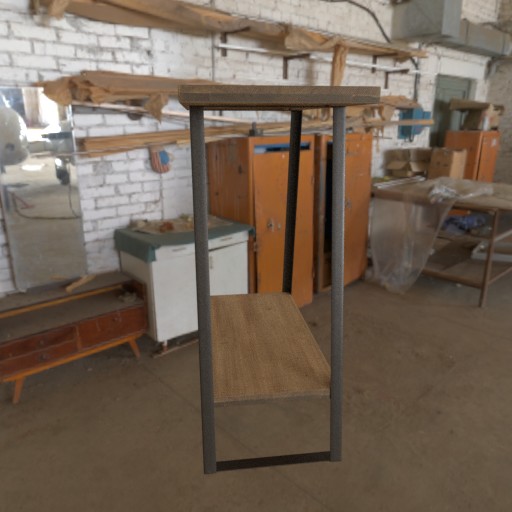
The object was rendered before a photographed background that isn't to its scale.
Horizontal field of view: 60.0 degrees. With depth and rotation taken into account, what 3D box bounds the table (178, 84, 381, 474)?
[{"bbox_3d":[0.000,0.000,1.029,0.300,0.701,0.599,-2,17,-7],"label":"table"}]
